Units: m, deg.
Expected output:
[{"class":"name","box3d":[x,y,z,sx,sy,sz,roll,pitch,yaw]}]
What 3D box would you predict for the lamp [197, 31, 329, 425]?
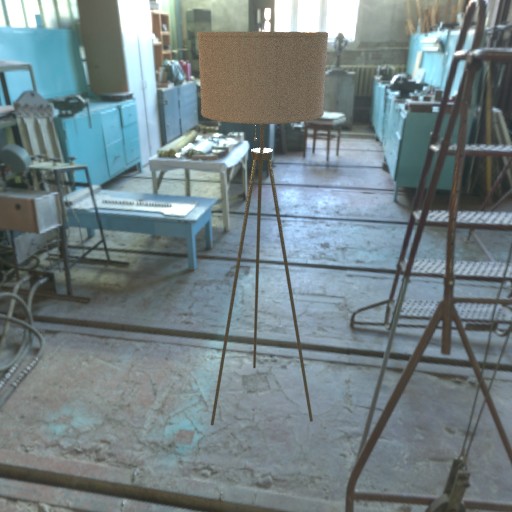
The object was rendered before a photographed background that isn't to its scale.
[{"class":"lamp","box3d":[0.000,0.000,1.713,0.460,1.545,0.449,-17,31,-31]}]
